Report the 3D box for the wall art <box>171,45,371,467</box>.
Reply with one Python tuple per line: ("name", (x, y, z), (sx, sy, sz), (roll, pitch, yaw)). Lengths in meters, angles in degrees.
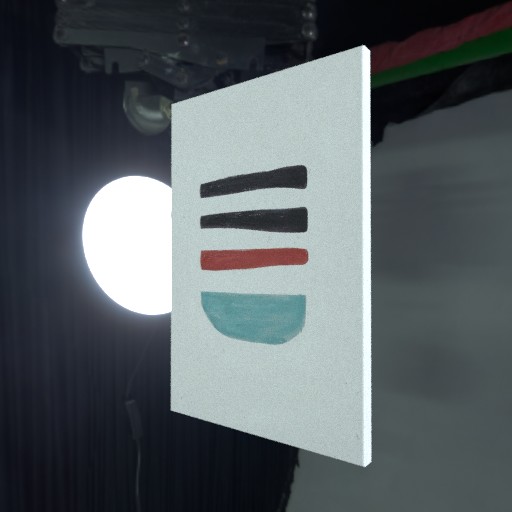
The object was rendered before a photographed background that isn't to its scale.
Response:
("wall art", (0.000, 0.000, 1.151), (0.607, 0.912, 0.038), (-1, -1, 37))
